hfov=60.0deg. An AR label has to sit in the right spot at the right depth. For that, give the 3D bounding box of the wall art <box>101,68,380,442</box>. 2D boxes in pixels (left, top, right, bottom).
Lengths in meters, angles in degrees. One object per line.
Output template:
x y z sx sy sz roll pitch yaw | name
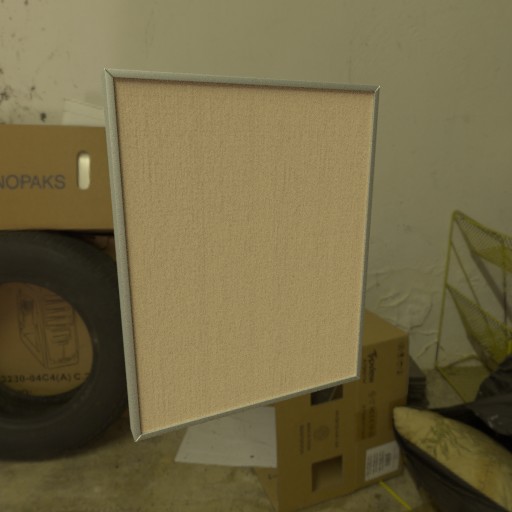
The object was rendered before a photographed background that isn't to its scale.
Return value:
0.000 0.000 0.743 0.445 0.553 0.039 -7 16 -24 | wall art
